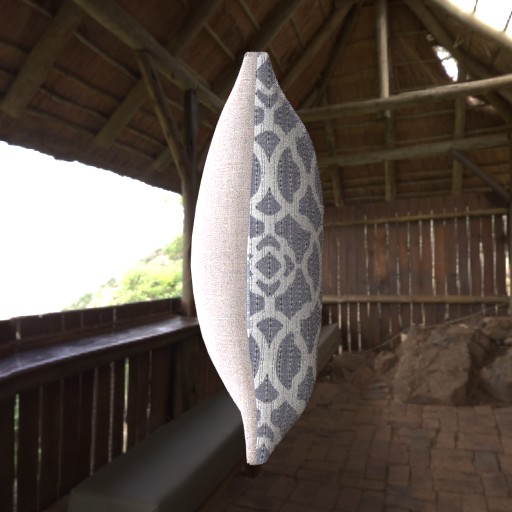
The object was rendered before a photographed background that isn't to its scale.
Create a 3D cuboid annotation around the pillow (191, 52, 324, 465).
[{"bbox_3d":[0.000,0.000,0.777,0.215,0.498,0.508,0,0,0],"label":"pillow"}]
